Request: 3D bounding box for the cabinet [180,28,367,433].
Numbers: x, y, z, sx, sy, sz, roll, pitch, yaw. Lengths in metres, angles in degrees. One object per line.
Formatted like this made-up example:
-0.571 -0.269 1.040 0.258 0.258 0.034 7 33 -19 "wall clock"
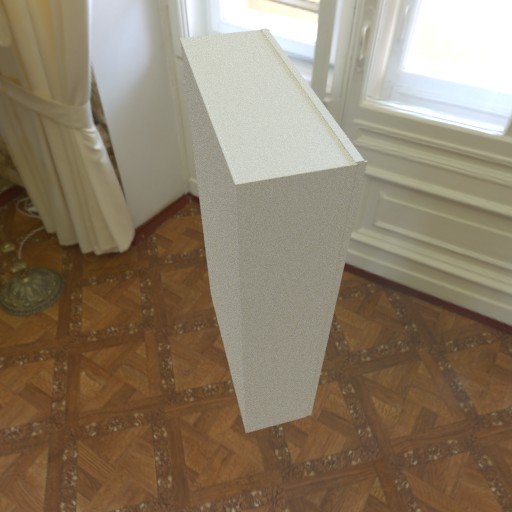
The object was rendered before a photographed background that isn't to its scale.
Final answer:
0.000 0.000 2.712 0.480 2.160 1.250 -11 48 -10 "cabinet"
